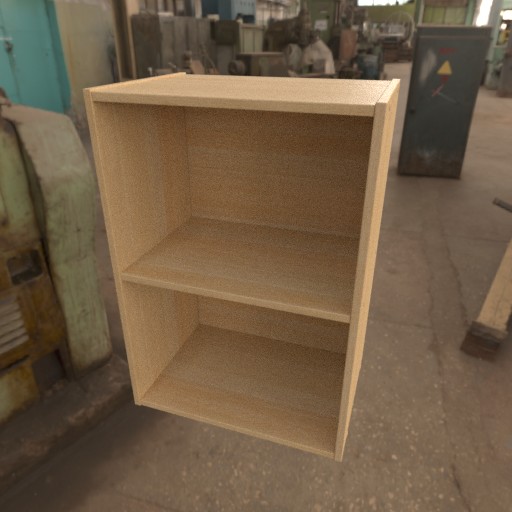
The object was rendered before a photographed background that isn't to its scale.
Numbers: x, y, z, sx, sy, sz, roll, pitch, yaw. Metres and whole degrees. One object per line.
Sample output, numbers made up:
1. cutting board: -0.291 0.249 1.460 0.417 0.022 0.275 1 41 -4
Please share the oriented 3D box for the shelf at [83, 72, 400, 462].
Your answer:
1. shelf: 0.000 0.000 0.812 0.414 0.592 0.290 9 28 17
